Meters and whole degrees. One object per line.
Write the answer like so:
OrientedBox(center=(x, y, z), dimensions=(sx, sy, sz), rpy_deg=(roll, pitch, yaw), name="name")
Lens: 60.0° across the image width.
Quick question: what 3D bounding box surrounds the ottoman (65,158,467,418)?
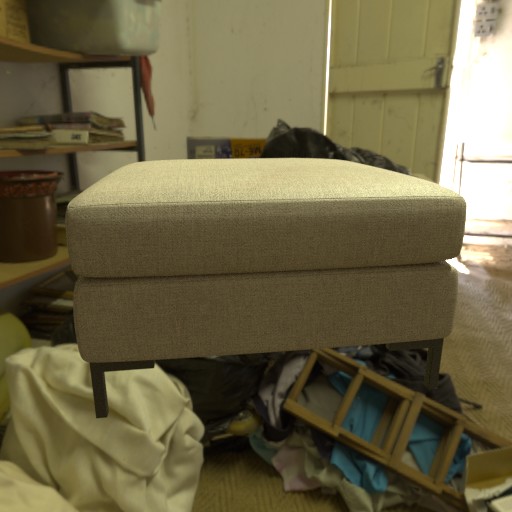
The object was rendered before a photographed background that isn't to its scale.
OrientedBox(center=(0.000, 0.000, 1.196), dimensions=(0.820, 0.490, 0.671), rpy_deg=(-2, 17, -8), name="ottoman")
